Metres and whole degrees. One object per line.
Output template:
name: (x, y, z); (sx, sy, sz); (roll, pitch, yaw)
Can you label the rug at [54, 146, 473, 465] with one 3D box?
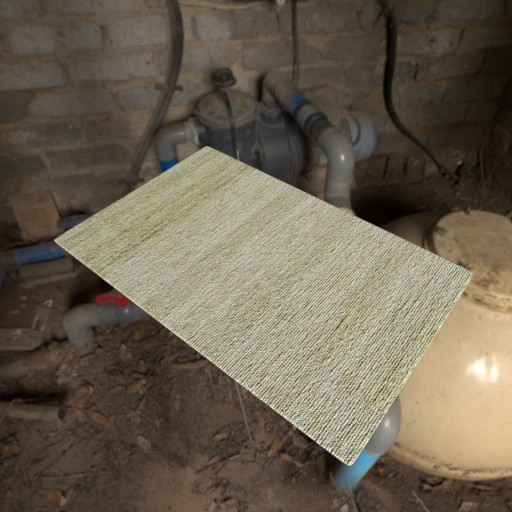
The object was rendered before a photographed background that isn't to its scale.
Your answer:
rug: (0.000, 0.000, 2.193); (1.758, 0.010, 1.143); (30, 53, 26)
